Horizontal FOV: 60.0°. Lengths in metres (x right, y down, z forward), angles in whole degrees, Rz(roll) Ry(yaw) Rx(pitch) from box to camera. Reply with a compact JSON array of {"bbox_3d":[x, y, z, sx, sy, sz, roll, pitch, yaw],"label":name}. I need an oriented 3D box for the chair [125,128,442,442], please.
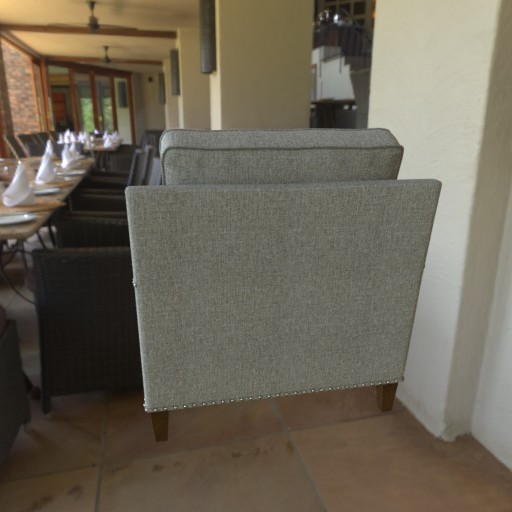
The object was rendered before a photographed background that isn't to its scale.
[{"bbox_3d":[0.000,0.000,1.696,0.853,0.943,1.014,-3,16,-11],"label":"chair"}]
